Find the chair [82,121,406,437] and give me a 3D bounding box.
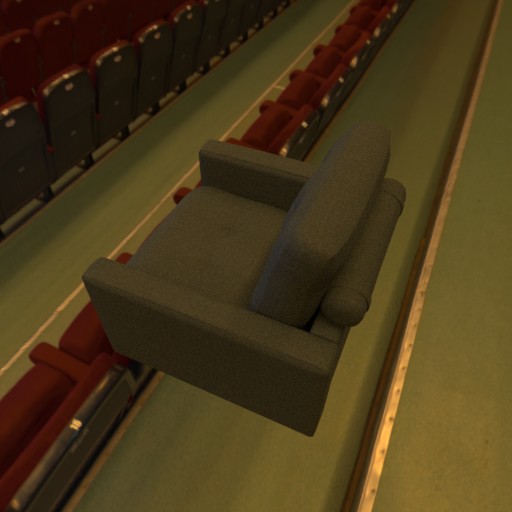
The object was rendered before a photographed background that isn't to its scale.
[{"bbox_3d":[0.000,0.000,1.552,0.843,0.880,0.821,18,50,16],"label":"chair"}]
